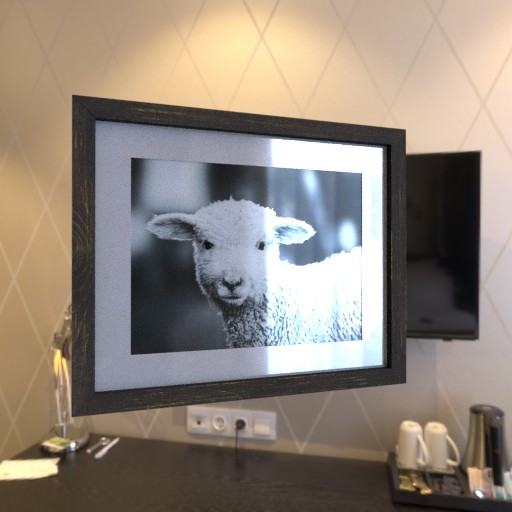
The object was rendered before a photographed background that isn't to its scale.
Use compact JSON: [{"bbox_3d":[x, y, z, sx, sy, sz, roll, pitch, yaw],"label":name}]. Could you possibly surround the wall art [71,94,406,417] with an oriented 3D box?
[{"bbox_3d":[0.000,0.000,0.728,0.558,0.457,0.032,0,0,-18],"label":"wall art"}]
